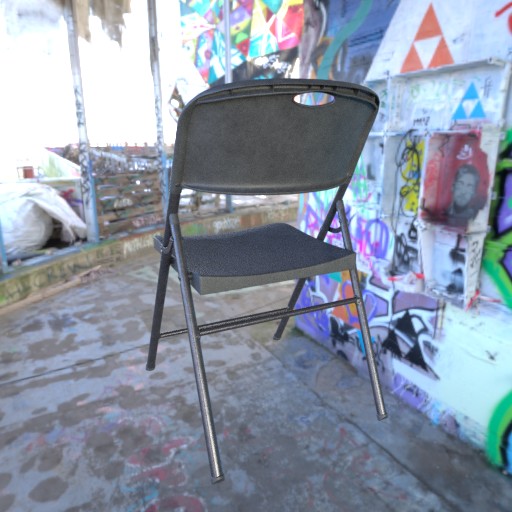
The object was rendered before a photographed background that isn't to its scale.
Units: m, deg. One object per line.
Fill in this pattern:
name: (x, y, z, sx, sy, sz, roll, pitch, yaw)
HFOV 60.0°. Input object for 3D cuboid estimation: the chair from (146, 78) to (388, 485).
chair: (0.000, 0.000, 1.162, 0.494, 0.810, 0.567, -8, 17, -27)
